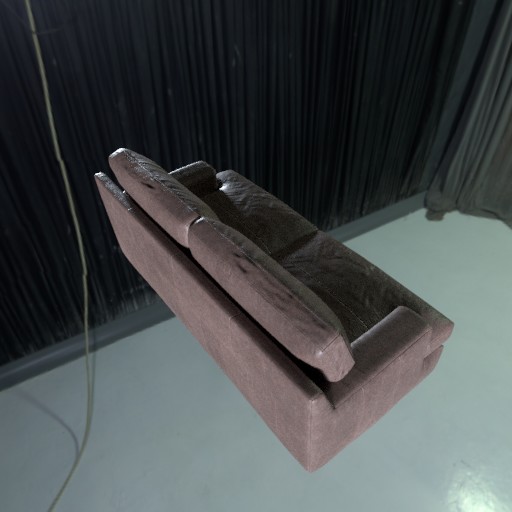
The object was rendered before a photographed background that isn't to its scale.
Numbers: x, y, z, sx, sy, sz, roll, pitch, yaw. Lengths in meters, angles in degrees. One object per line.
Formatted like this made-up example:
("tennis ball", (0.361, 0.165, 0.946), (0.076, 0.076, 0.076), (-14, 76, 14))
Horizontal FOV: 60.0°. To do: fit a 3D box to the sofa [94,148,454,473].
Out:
("sofa", (0.000, 0.000, 2.803), (1.143, 0.941, 2.261), (-26, 47, -28))
